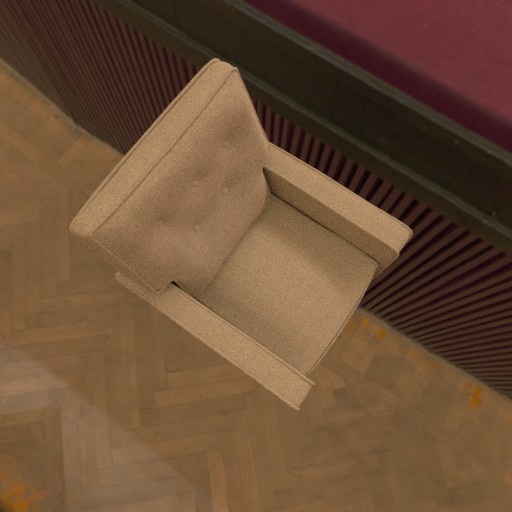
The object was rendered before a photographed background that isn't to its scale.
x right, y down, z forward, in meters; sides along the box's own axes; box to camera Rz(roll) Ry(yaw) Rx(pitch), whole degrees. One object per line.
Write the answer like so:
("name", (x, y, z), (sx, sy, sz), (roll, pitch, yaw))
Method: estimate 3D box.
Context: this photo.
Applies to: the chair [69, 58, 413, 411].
("chair", (0.000, 0.000, 1.441), (0.754, 0.888, 0.648), (34, 77, 9))
